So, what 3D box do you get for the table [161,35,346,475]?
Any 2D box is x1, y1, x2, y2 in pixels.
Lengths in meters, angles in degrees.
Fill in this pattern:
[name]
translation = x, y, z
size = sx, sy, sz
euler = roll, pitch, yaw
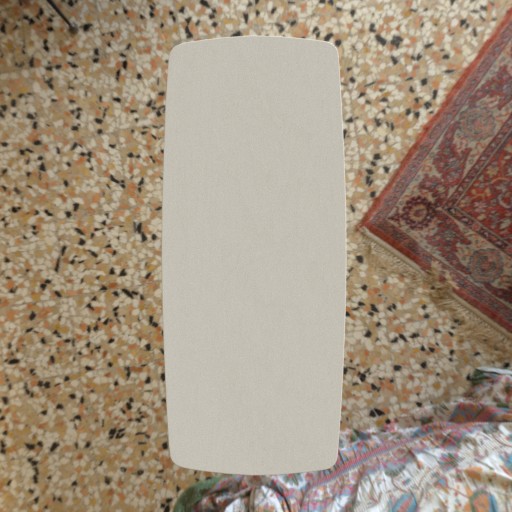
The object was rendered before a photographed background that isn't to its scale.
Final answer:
[table]
translation = 0.000, 0.000, 1.580
size = 0.561, 0.474, 1.334
euler = 0, 91, 2
